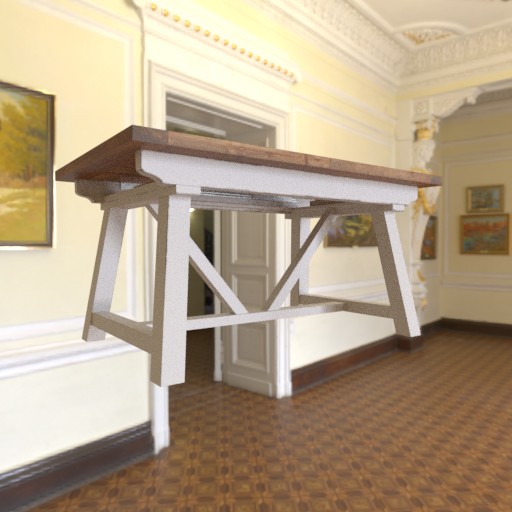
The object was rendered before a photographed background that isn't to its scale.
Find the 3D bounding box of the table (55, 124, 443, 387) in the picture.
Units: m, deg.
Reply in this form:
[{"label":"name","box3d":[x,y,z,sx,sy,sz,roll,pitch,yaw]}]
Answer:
[{"label":"table","box3d":[0.000,0.000,2.018,1.503,0.743,0.922,-1,1,-36]}]
